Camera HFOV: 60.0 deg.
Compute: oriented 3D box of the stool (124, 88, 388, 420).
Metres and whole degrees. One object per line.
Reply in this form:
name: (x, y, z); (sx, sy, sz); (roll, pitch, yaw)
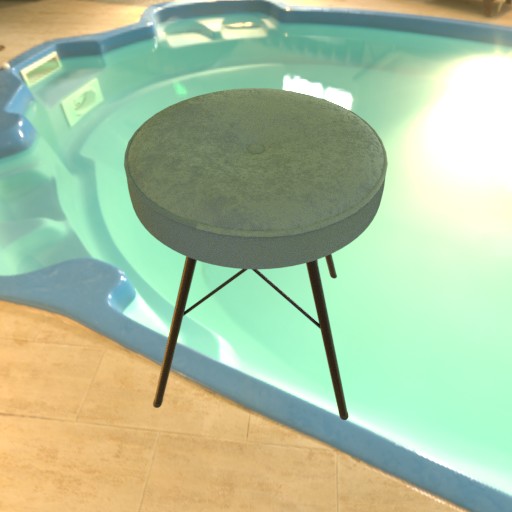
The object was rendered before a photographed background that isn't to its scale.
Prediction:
stool: (0.000, 0.000, 0.866); (0.458, 0.519, 0.457); (9, 46, 9)
